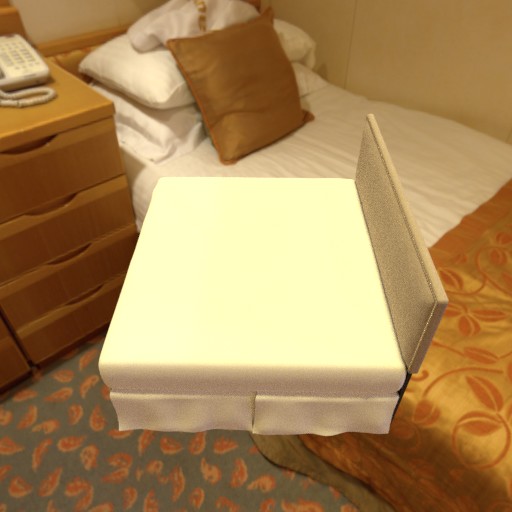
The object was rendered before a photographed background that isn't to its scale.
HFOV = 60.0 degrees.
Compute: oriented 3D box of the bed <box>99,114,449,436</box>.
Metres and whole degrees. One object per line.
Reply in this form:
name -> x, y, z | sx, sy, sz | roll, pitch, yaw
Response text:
bed -> 0.000, 0.000, 3.373 | 1.914, 1.346, 2.170 | 1, 42, 1
